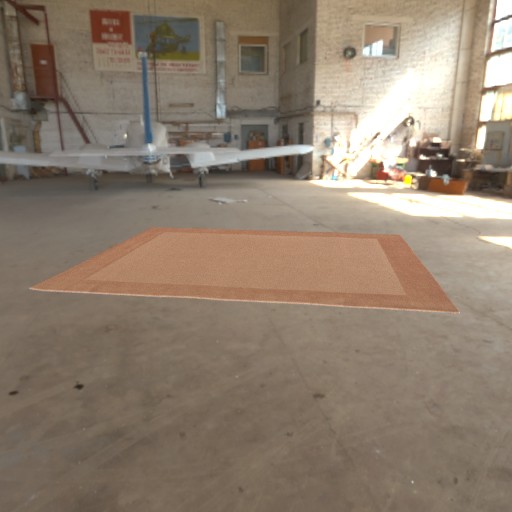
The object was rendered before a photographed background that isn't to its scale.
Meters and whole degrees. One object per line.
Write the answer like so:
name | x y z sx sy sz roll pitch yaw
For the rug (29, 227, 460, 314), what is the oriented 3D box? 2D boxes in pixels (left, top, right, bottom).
rug | 0.000 0.000 4.247 3.057 0.021 2.431 2 15 8
